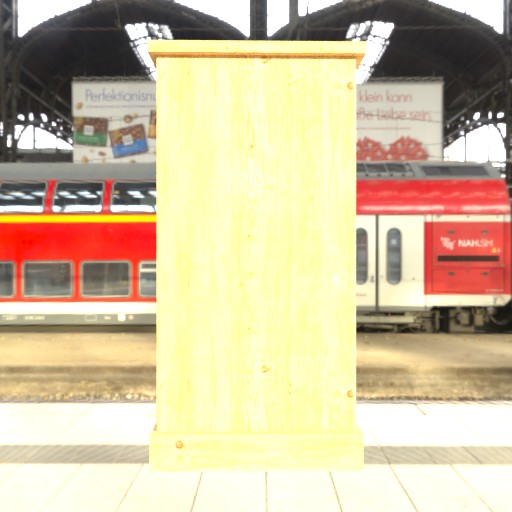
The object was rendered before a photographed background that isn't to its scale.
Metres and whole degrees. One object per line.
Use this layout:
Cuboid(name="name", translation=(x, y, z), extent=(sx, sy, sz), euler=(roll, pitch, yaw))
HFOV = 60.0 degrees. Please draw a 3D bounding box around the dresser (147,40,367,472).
Cuboid(name="dresser", translation=(0.000, 0.000, 1.267), extent=(0.531, 1.041, 0.390), euler=(0, 0, -1))
